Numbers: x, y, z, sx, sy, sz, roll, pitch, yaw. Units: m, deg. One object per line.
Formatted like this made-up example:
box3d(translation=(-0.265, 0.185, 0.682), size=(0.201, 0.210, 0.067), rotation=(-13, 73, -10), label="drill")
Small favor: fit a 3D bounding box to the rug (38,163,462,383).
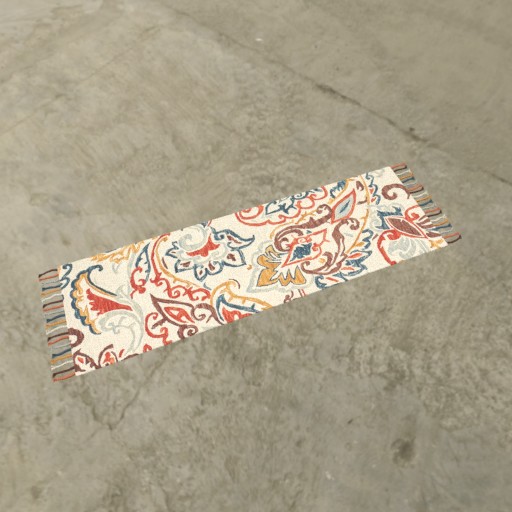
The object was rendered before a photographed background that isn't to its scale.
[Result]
box3d(translation=(0.000, 0.000, 2.891), size=(2.682, 0.015, 0.763), rotation=(-18, 59, -11), label="rug")
